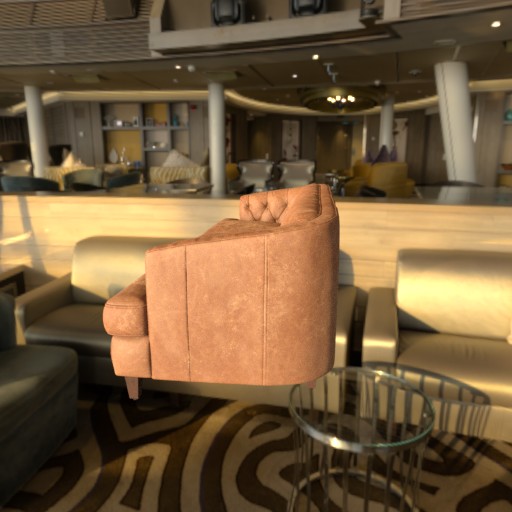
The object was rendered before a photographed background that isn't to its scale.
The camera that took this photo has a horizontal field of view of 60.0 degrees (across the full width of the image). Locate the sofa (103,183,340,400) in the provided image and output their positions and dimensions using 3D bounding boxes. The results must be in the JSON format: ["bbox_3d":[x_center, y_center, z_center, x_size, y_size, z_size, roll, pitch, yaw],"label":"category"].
[{"bbox_3d":[0.000,0.000,2.748,0.922,0.791,2.257,2,13,8],"label":"sofa"}]
